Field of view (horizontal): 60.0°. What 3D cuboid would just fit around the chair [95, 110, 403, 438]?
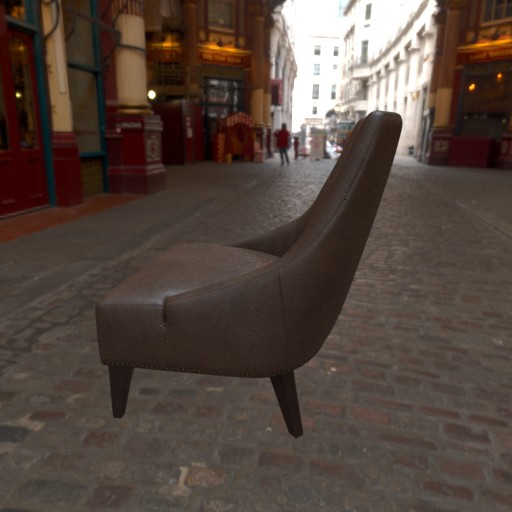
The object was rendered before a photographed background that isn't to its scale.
[{"bbox_3d":[0.000,0.000,1.493,0.861,0.909,0.701,3,16,10],"label":"chair"}]
